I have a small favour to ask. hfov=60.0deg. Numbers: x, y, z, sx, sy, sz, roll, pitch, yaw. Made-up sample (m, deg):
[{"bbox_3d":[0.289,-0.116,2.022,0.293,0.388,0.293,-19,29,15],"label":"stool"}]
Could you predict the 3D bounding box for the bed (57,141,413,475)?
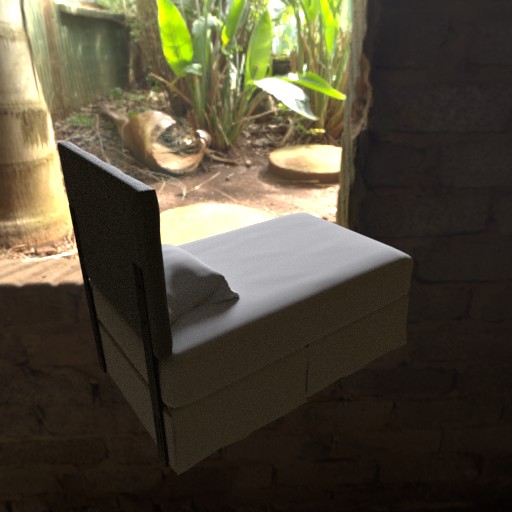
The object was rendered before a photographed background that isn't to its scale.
[{"bbox_3d":[0.000,0.000,2.958,1.997,1.571,1.261,-18,31,-33],"label":"bed"}]
